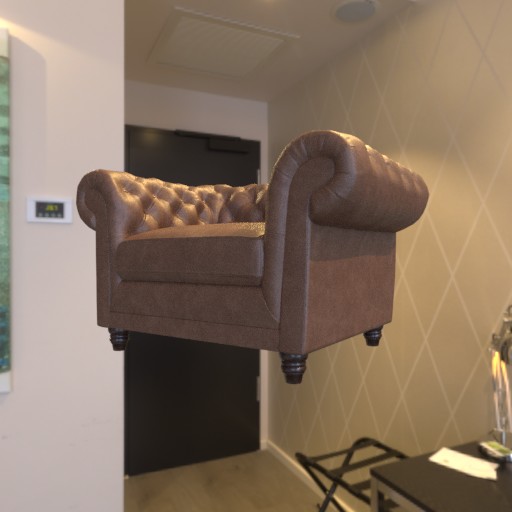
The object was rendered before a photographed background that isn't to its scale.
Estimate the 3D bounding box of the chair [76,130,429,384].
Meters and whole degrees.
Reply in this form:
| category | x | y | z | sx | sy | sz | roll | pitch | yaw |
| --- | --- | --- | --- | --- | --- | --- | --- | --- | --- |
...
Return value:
| category | x | y | z | sx | sy | sz | roll | pitch | yaw |
| --- | --- | --- | --- | --- | --- | --- | --- | --- | --- |
| chair | 0.000 | 0.000 | 1.932 | 1.298 | 0.784 | 0.954 | 0 | 0 | 35 |
